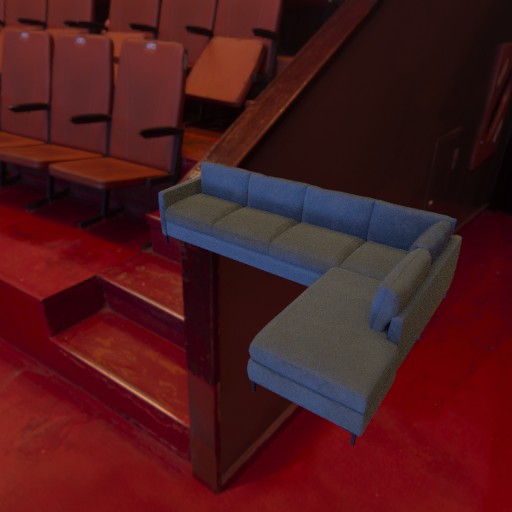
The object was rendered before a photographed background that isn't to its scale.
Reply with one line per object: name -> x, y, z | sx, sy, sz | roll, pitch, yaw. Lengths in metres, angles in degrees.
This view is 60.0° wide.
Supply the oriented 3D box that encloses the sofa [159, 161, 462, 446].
sofa -> 0.000, 0.000, 3.271 | 2.486, 0.687, 1.707 | 19, 34, 31
